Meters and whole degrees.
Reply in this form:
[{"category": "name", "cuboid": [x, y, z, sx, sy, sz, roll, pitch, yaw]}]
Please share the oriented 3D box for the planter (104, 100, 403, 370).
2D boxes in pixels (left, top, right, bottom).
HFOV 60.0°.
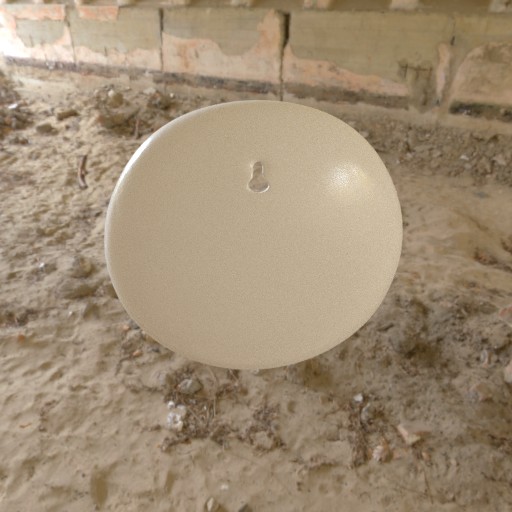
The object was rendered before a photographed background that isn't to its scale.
[{"category": "planter", "cuboid": [0.000, 0.000, 0.279, 0.185, 0.188, 0.043, -2, 30, -3]}]
